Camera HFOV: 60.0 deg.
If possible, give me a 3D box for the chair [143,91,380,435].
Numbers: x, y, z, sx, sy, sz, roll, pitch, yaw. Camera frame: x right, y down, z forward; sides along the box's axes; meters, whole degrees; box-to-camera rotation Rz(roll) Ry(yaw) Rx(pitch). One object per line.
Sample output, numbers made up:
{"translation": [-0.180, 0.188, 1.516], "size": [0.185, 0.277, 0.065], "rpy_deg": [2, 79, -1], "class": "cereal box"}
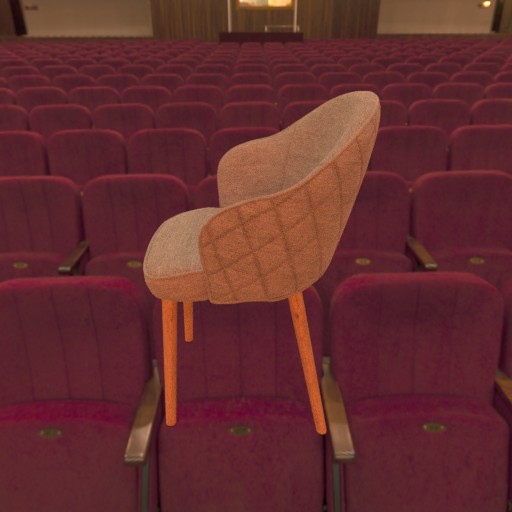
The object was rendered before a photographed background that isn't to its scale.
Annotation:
{"translation": [0.000, 0.000, 1.149], "size": [0.530, 0.800, 0.540], "rpy_deg": [0, 26, 0], "class": "chair"}
